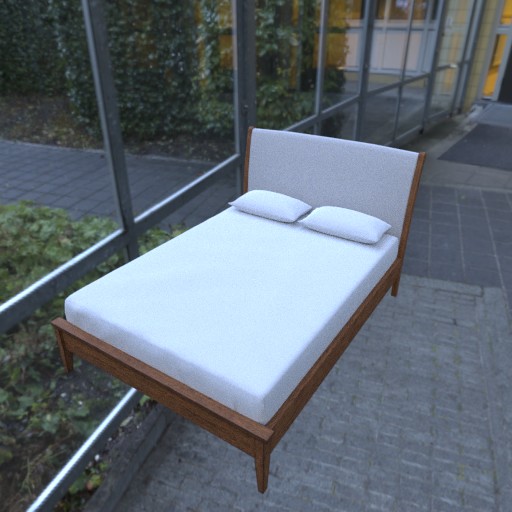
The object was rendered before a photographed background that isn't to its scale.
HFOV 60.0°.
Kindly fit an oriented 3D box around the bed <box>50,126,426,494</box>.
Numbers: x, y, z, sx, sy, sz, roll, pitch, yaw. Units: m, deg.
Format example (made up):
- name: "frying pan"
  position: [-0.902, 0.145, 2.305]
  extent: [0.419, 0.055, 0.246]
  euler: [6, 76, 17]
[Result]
- name: "bed"
  position: [0.000, 0.000, 2.916]
  extent: [1.502, 1.135, 2.108]
  euler: [18, 33, 29]
